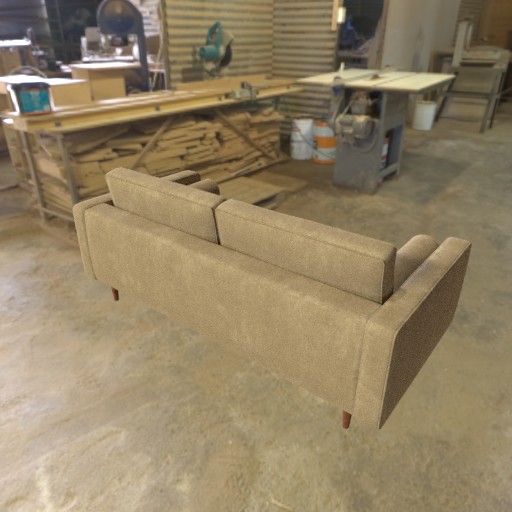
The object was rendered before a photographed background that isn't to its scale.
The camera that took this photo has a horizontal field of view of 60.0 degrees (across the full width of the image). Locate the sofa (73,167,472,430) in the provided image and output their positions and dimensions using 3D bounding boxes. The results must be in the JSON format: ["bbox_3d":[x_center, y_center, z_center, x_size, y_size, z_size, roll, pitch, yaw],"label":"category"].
[{"bbox_3d":[0.000,0.000,2.303,1.883,0.769,0.920,20,33,33],"label":"sofa"}]
